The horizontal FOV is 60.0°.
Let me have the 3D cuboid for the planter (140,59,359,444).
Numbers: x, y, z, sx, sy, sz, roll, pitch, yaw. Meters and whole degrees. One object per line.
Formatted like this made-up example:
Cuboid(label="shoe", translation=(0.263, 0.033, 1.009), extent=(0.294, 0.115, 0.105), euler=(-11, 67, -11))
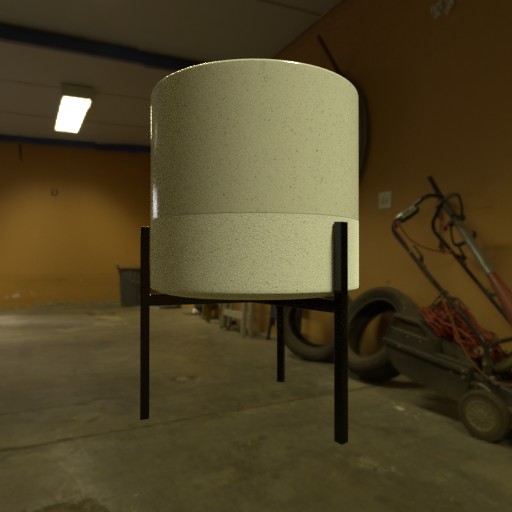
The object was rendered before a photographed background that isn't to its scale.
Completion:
Cuboid(label="planter", translation=(0.000, 0.000, 0.336), extent=(0.152, 0.230, 0.159), euler=(0, -1, 18))
